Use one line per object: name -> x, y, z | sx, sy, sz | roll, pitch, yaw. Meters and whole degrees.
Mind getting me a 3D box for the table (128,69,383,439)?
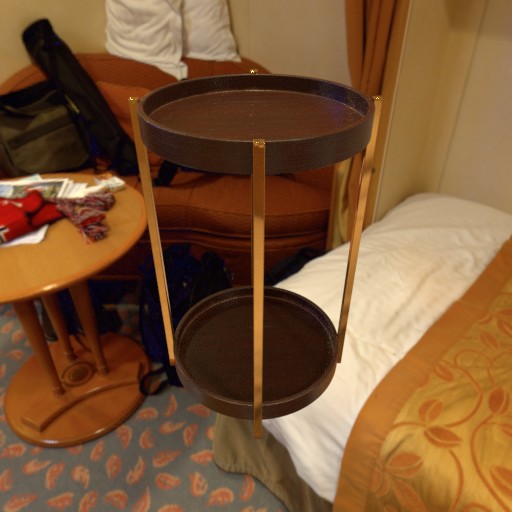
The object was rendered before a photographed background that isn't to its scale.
table -> 0.000, 0.000, 0.874 | 0.400, 0.610, 0.400 | -1, 35, -1
